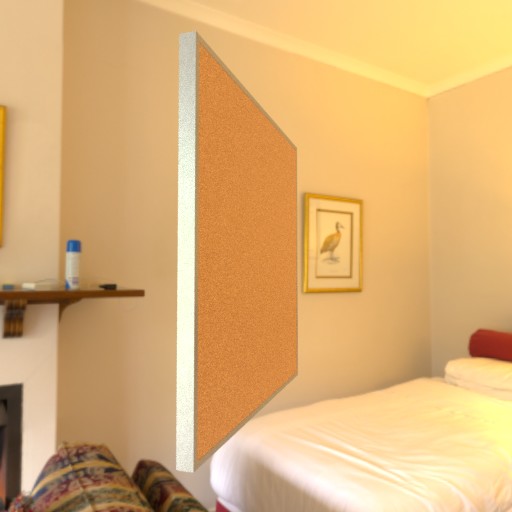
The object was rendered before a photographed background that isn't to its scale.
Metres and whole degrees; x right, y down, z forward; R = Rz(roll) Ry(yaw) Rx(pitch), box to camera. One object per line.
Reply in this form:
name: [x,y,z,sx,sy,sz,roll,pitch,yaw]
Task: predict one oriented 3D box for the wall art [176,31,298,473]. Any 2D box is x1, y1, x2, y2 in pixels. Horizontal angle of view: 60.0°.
wall art: [0.000,0.000,1.197,0.038,0.807,0.809,-1,-2,19]
